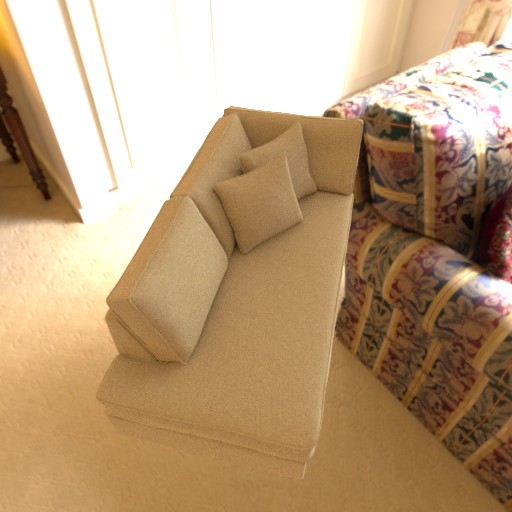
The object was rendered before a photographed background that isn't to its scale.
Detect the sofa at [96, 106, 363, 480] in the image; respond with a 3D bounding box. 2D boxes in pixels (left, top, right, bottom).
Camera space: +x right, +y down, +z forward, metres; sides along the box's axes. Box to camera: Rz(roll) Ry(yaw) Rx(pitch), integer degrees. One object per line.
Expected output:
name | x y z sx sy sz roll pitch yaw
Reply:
sofa | 0.000 0.000 2.789 1.110 1.033 2.237 10 48 10
